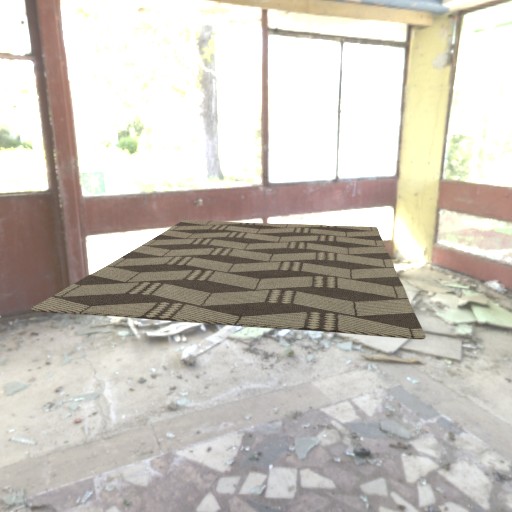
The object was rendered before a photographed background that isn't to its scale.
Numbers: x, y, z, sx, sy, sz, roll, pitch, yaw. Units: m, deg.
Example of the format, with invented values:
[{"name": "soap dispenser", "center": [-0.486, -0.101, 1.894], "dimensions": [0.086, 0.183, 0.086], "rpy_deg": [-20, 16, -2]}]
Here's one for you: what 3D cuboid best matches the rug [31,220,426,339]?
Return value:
[{"name": "rug", "center": [0.000, 0.000, 4.091], "dimensions": [2.438, 0.016, 3.048], "rpy_deg": [3, 16, 9]}]
